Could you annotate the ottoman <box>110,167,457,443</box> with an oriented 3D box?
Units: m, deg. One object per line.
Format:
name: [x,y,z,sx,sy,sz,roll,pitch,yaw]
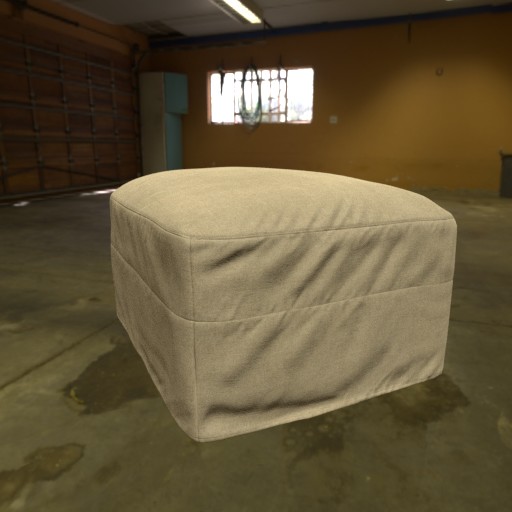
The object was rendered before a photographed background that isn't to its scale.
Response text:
ottoman: [0.000,0.000,1.238,0.683,0.481,0.837,-7,16,-26]
